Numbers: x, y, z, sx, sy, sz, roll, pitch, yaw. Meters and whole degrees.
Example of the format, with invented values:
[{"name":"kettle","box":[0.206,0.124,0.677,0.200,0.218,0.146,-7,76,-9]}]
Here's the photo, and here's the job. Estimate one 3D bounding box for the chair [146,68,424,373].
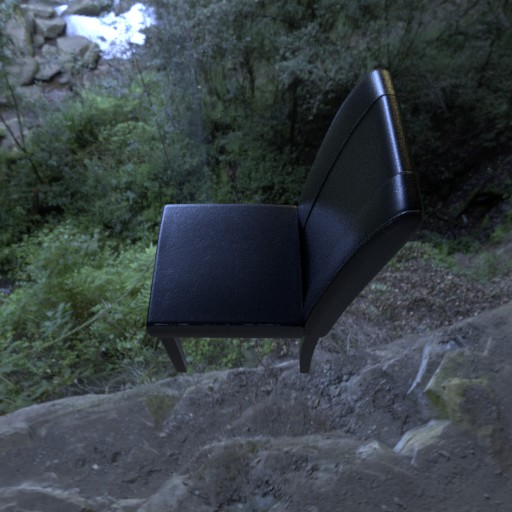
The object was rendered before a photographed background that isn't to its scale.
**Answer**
[{"name":"chair","box":[0.000,0.000,1.185,0.556,0.897,0.399,0,59,0]}]
